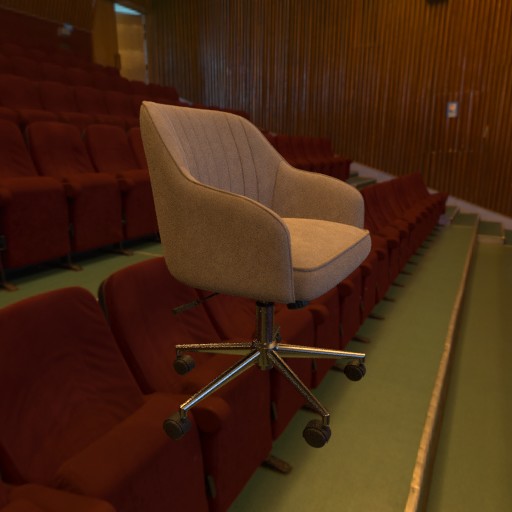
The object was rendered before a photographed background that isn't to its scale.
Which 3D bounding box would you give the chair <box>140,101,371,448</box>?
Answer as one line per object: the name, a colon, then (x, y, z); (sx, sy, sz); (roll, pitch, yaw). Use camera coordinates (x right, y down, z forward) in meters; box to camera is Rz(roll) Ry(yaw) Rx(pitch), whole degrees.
chair: (0.000, 0.000, 1.255); (0.573, 0.831, 0.635); (7, 15, 26)
